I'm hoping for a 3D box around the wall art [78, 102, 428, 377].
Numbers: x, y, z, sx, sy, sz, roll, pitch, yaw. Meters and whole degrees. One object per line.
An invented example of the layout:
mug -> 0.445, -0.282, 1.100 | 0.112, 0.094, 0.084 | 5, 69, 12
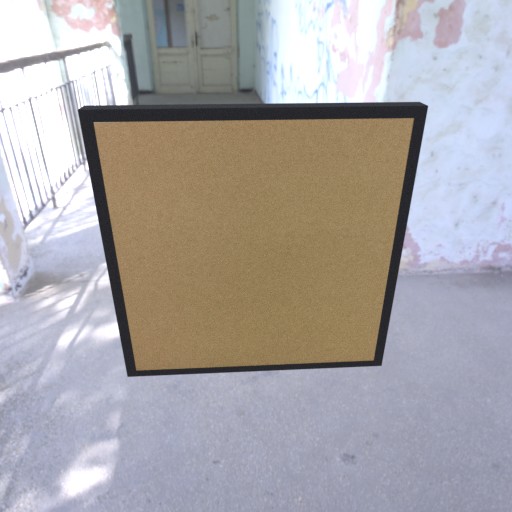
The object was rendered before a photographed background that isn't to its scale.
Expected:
wall art -> 0.000, 0.000, 0.777 | 0.508, 0.507, 0.033 | -2, 29, -3
